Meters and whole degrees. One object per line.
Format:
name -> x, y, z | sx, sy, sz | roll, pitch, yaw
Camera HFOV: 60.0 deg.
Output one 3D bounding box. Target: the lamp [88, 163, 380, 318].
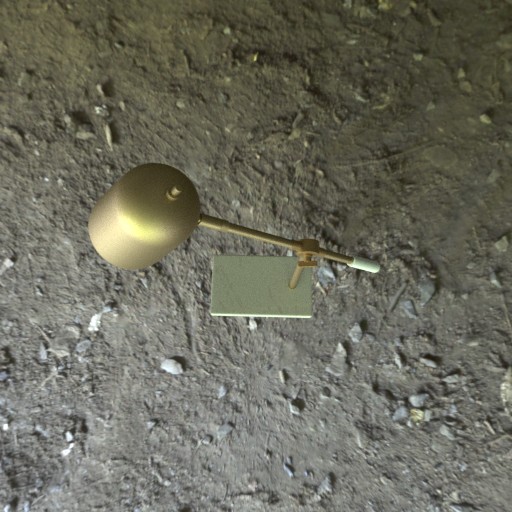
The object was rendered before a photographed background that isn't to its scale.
lamp -> 0.000, 0.000, 0.790 | 0.471, 0.603, 0.144 | 1, 75, 0
